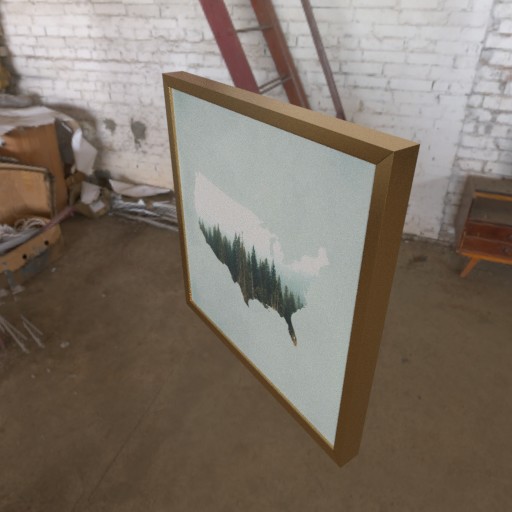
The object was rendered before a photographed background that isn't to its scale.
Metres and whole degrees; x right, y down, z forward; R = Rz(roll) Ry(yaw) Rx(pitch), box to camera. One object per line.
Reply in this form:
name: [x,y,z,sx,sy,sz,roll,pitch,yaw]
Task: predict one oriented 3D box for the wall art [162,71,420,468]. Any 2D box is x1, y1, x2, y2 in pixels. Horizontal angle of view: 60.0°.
wall art: [0.000,0.000,0.743,0.040,0.509,0.509,-21,38,-30]
